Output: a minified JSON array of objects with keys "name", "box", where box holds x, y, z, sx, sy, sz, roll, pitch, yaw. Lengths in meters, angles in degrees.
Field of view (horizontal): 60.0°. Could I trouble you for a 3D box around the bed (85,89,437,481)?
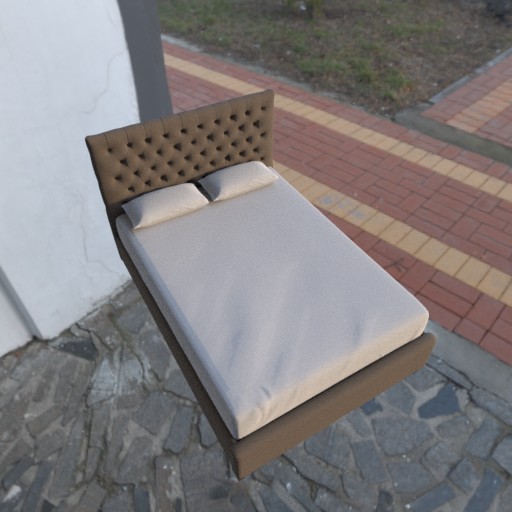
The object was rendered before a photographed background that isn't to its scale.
[{"name":"bed","box":[0.000,0.000,3.455,1.698,1.427,2.387,-22,49,-21]}]
